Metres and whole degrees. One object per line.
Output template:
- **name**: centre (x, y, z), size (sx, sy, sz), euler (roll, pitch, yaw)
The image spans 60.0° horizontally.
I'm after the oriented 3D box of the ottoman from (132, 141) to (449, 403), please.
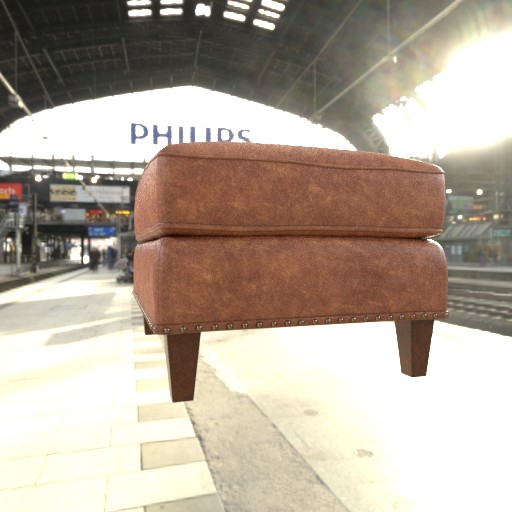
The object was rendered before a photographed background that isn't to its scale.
- **ottoman**: centre (0.000, 0.000, 1.140), size (0.586, 0.486, 0.742), euler (0, 1, -18)
